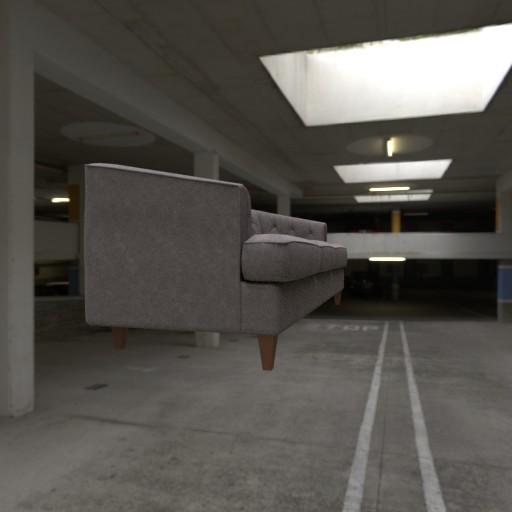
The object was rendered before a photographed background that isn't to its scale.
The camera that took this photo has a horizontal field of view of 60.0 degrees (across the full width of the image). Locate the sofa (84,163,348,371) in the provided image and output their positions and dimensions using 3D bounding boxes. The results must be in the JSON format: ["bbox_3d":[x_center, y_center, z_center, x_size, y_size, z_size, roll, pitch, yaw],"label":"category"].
[{"bbox_3d":[0.000,0.000,2.719,0.917,0.806,2.247,0,0,17],"label":"sofa"}]
